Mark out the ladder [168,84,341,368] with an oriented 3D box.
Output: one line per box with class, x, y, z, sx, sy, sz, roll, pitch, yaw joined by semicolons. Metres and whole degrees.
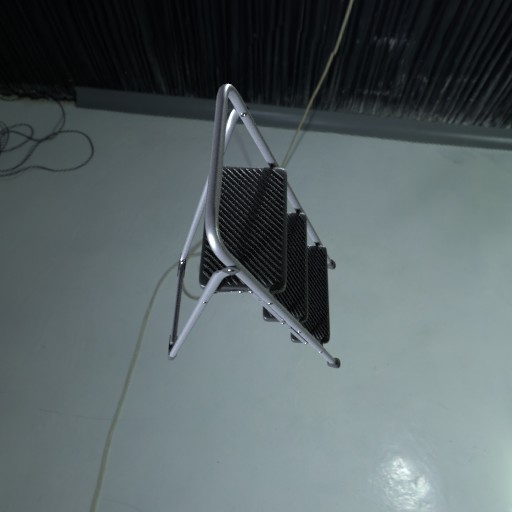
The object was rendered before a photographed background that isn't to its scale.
ladder;0.000;0.000;1.276;0.629;0.945;0.430;2;64;1
